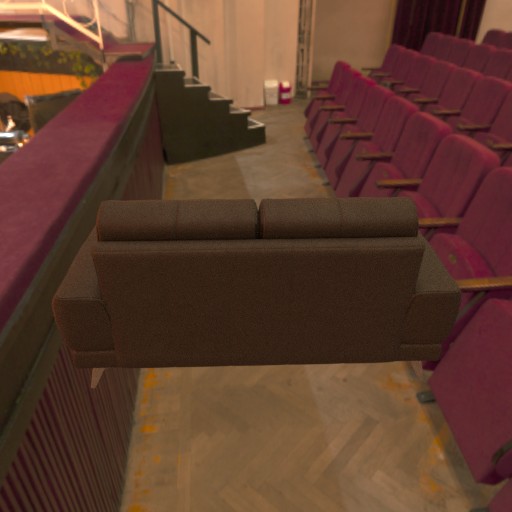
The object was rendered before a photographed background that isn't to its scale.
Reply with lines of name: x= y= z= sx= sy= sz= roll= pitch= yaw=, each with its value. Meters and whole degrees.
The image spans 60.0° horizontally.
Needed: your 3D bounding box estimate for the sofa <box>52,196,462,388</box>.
sofa: x=0.000 y=0.000 z=2.345 sx=1.806 sy=0.907 sz=1.018 roll=-1 pitch=31 yaw=-2
